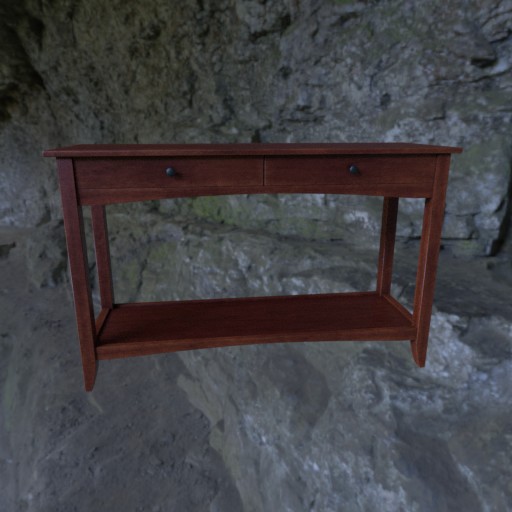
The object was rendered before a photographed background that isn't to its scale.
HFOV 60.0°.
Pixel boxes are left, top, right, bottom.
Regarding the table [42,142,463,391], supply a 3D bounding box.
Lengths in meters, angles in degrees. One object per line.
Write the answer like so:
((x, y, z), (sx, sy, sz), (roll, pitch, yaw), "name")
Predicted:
((0.000, 0.000, 1.530), (1.188, 0.739, 0.392), (-2, 17, -7), "table")
